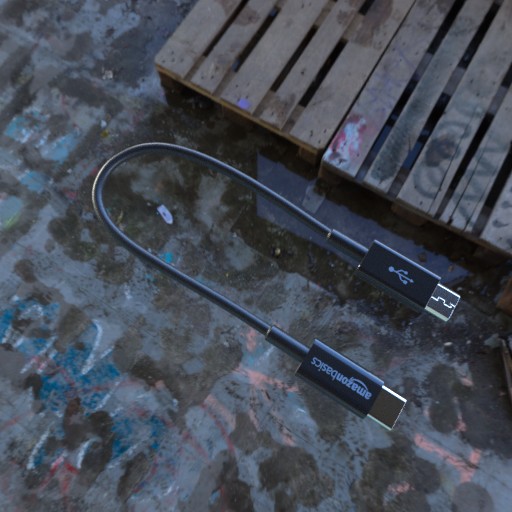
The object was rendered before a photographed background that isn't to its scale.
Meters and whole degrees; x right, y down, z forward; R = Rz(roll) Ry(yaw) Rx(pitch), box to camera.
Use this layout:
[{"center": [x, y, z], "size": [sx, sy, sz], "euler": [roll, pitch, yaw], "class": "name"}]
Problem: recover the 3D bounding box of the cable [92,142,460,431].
[{"center": [0.000, 0.000, 0.115], "size": [0.098, 0.006, 0.040], "euler": [32, 77, 8], "class": "cable"}]
